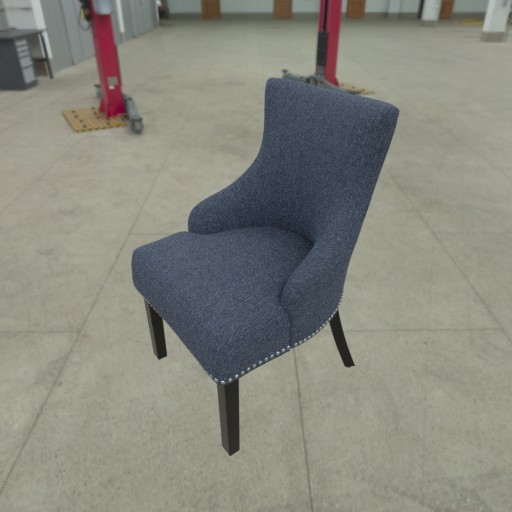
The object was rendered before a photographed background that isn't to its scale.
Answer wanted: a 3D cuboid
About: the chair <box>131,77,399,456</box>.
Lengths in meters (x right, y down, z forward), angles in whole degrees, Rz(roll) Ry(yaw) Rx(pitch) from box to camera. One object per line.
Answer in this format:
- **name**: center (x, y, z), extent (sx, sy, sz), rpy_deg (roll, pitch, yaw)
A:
- **chair**: center (0.000, 0.000, 1.342), extent (0.629, 0.909, 0.566), rpy_deg (-21, 37, -30)
